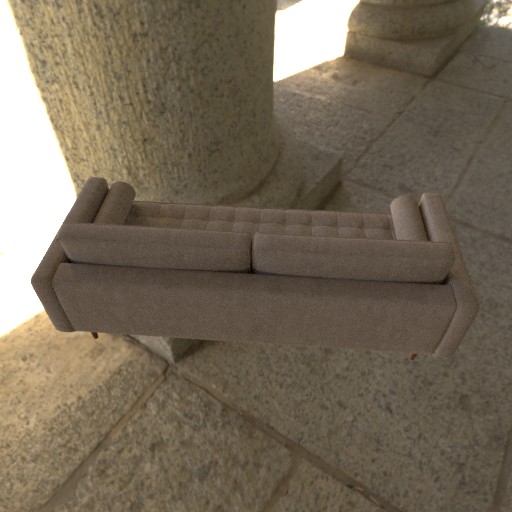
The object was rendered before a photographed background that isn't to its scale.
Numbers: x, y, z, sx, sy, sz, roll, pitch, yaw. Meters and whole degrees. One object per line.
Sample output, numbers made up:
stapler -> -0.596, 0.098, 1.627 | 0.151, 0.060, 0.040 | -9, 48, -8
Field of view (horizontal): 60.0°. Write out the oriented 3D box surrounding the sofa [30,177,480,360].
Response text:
sofa -> 0.000, 0.000, 2.574 | 2.200, 0.770, 0.919 | 3, 46, 3
